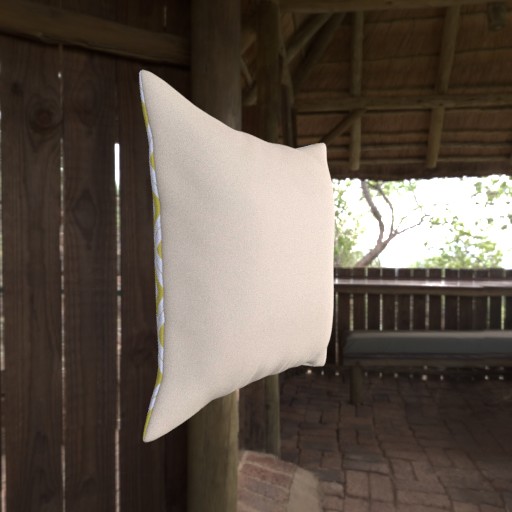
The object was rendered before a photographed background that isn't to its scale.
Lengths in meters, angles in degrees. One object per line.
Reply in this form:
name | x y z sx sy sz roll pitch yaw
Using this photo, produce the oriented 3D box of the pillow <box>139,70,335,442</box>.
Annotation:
pillow | 0.000 0.000 0.784 0.188 0.494 0.504 1 1 37
